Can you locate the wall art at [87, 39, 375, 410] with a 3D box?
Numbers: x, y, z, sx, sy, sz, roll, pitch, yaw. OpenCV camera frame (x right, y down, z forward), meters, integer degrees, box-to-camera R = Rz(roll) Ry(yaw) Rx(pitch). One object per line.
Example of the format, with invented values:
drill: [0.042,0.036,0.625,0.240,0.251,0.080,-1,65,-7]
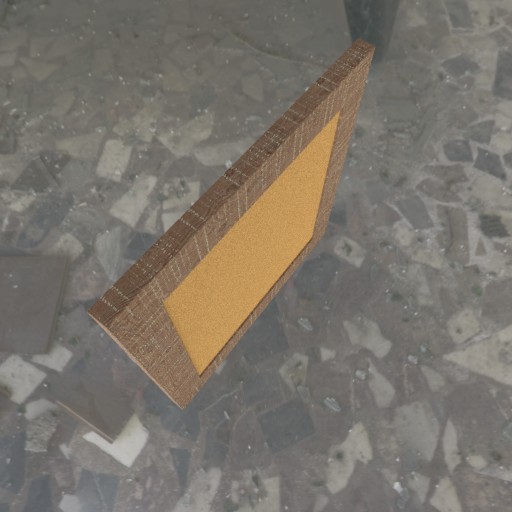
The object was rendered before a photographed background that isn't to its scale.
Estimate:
wall art: [0.000,0.000,0.780,0.029,0.531,0.531,34,67,16]
